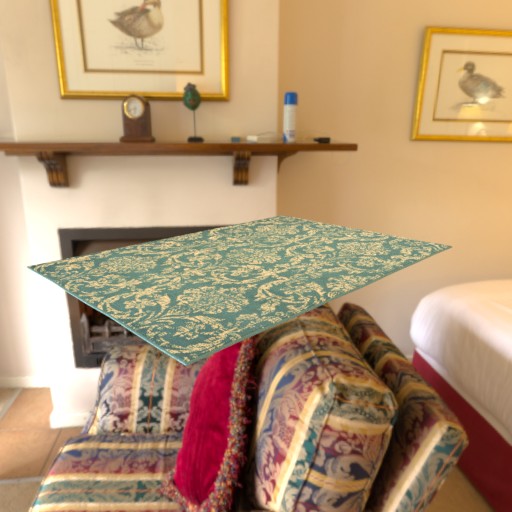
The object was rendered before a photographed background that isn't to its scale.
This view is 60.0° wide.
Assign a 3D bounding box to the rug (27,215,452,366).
[{"bbox_3d":[0.000,0.000,2.780,2.205,0.012,1.554,-15,22,-43],"label":"rug"}]
